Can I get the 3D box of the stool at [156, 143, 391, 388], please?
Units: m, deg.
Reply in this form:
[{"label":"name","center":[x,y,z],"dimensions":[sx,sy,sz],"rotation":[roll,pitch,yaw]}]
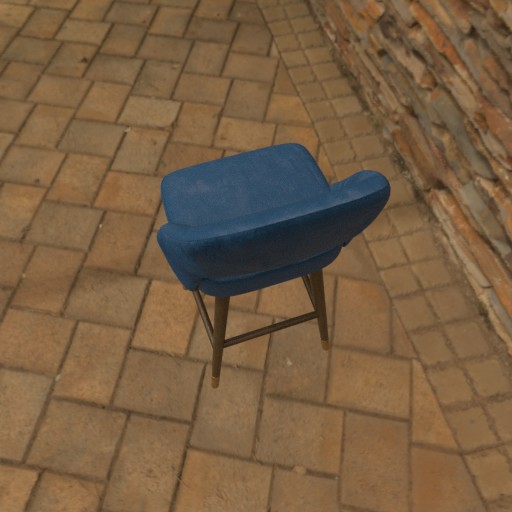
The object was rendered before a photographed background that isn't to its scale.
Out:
[{"label":"stool","center":[0.000,0.000,1.324],"dimensions":[0.514,1.016,0.515],"rotation":[-16,60,-10]}]
